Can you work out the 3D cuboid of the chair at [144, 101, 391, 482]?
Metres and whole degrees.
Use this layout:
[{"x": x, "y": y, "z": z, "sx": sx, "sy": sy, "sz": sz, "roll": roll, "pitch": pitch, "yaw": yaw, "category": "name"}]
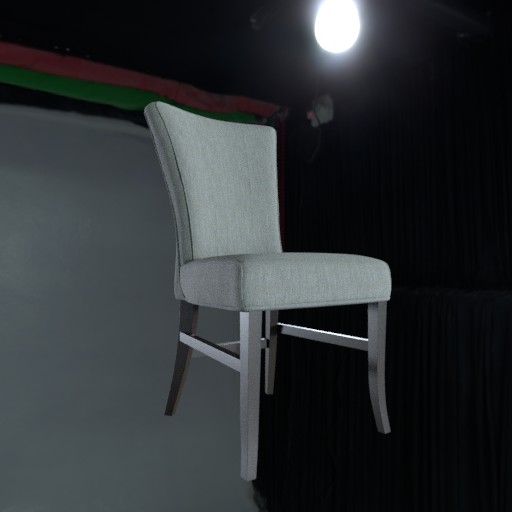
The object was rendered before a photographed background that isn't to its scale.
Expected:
[{"x": 0.000, "y": 0.000, "z": 1.358, "sx": 0.520, "sy": 0.991, "sz": 0.660, "roll": 1, "pitch": -1, "yaw": -36, "category": "chair"}]
